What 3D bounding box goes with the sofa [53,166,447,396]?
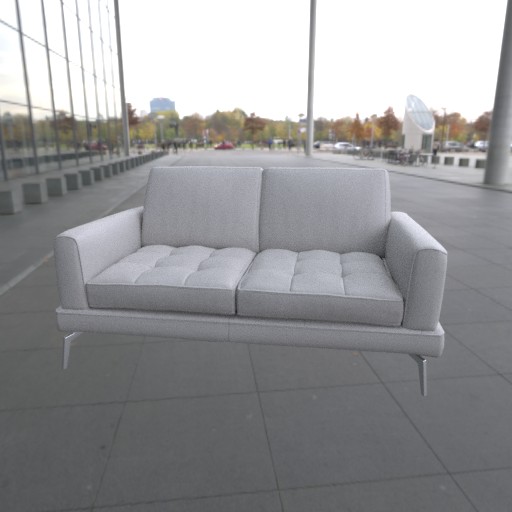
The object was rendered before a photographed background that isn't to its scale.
[{"bbox_3d":[0.000,0.000,2.453,1.819,0.930,1.121,2,15,8],"label":"sofa"}]
